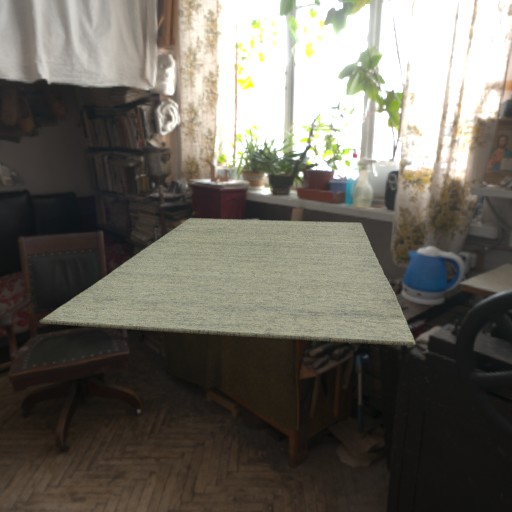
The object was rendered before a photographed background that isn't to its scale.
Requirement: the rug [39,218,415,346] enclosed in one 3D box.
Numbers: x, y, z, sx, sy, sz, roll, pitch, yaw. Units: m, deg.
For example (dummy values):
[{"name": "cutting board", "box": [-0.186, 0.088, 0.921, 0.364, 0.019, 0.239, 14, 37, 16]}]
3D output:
[{"name": "rug", "box": [0.000, 0.000, 2.296, 1.243, 0.014, 1.846, 2, 16, 7]}]
